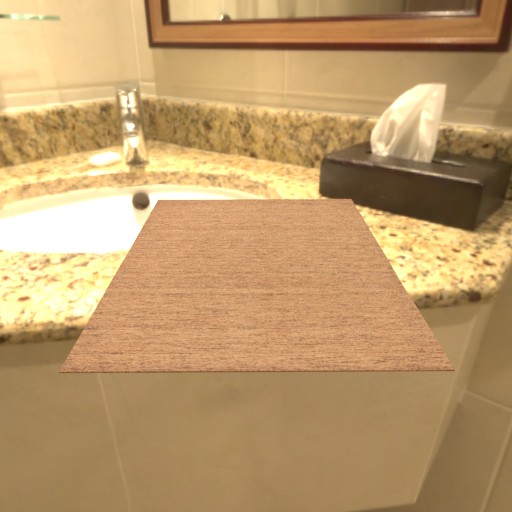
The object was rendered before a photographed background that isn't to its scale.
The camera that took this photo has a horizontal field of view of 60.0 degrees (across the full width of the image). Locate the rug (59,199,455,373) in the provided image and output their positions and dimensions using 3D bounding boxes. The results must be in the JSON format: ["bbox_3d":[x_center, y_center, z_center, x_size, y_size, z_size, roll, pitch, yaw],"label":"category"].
[{"bbox_3d":[0.000,0.000,4.165,2.448,0.013,3.205,0,26,0],"label":"rug"}]
